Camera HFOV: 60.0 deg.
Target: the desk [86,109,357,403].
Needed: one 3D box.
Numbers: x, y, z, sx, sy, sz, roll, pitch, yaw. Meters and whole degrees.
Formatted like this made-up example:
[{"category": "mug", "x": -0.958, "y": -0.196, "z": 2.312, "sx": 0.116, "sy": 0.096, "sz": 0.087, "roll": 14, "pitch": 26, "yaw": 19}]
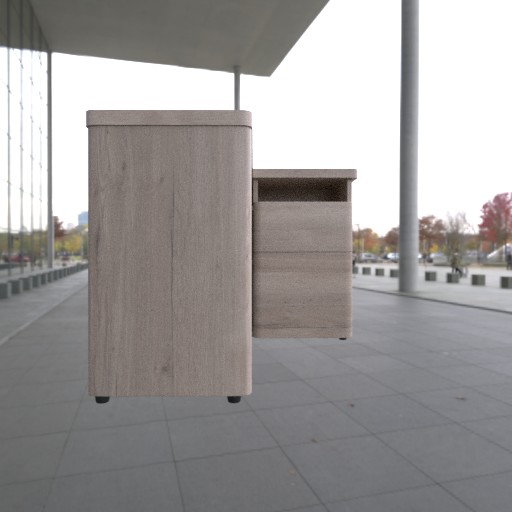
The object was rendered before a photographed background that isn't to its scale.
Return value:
[{"category": "desk", "x": 0.000, "y": 0.000, "z": 1.727, "sx": 0.900, "sy": 0.760, "sz": 1.169, "roll": 0, "pitch": 0, "yaw": 0}]
